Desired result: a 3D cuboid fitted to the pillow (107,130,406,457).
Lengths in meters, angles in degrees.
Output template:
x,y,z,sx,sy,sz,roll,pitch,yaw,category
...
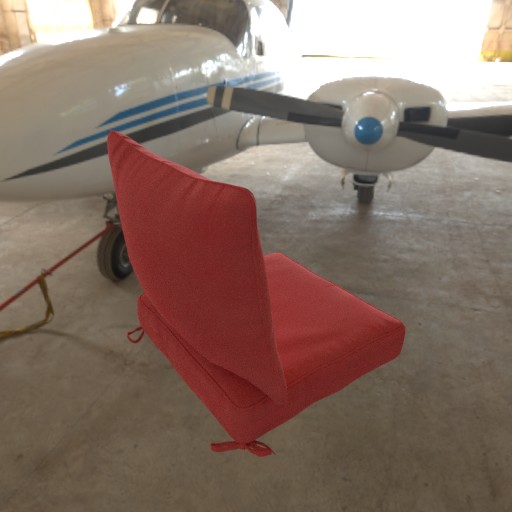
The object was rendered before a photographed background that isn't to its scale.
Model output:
x,y,z,sx,sy,sz,roll,pitch,yaw,category
0.000,0.000,1.385,0.733,0.725,0.798,-17,31,-31,pillow
